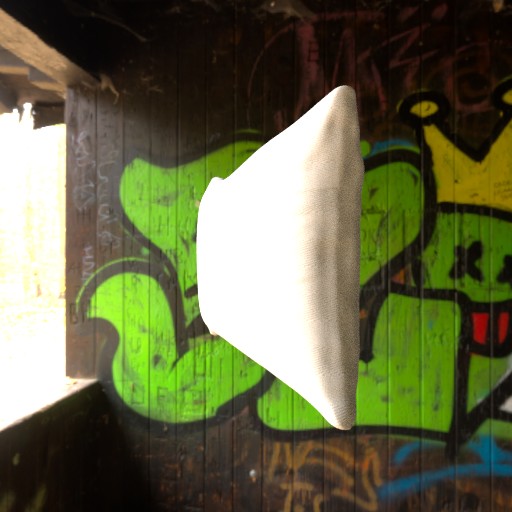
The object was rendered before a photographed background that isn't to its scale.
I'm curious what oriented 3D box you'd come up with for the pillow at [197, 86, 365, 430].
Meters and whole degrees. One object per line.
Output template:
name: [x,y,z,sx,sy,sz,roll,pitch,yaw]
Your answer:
pillow: [0.000,0.000,0.621,0.139,0.305,0.506,0,0,-18]
